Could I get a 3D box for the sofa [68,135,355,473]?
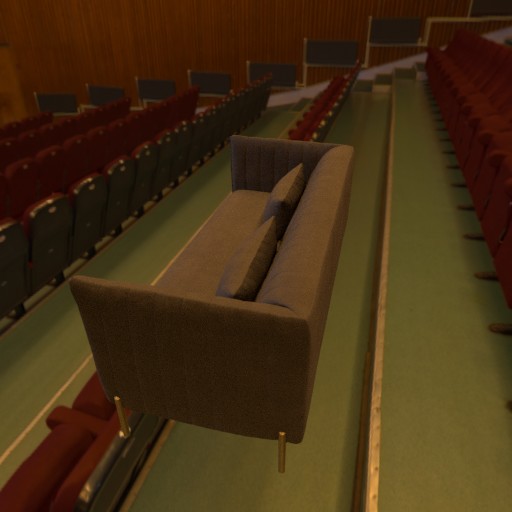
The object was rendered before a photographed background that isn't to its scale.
[{"bbox_3d":[0.000,0.000,2.431,0.876,0.780,1.980,8,32,13],"label":"sofa"}]
